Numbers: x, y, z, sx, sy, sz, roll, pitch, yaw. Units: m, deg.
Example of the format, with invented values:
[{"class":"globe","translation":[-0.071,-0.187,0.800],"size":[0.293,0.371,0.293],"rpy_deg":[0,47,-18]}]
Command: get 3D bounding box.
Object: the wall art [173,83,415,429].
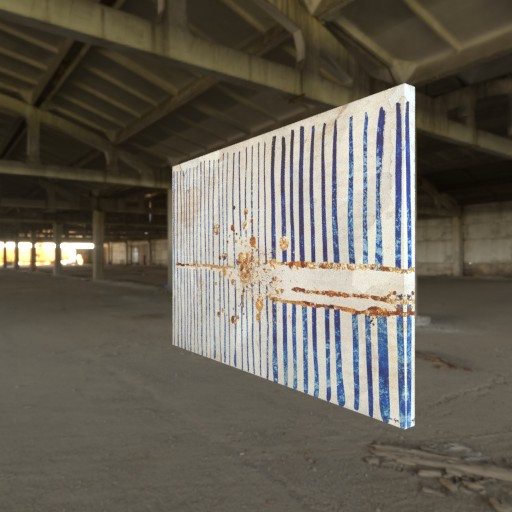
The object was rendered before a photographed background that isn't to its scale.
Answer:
[{"class":"wall art","translation":[0.000,0.000,1.438],"size":[0.038,0.757,1.143],"rpy_deg":[0,0,-37]}]
